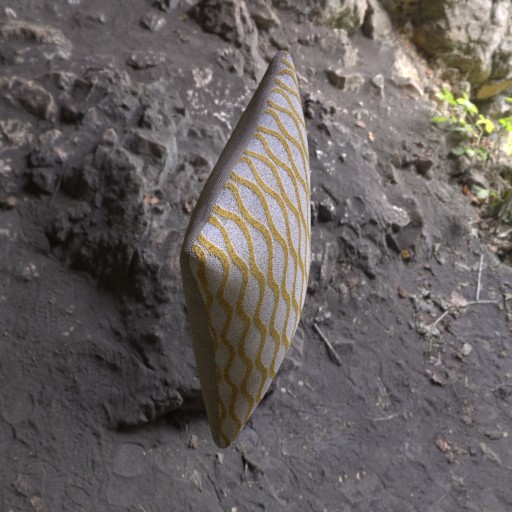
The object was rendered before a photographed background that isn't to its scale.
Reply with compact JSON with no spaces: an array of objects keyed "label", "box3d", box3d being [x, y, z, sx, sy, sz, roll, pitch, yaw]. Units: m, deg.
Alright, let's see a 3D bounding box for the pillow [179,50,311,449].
[{"label":"pillow","box3d":[0.000,0.000,0.655,0.159,0.436,0.429,9,47,8]}]
